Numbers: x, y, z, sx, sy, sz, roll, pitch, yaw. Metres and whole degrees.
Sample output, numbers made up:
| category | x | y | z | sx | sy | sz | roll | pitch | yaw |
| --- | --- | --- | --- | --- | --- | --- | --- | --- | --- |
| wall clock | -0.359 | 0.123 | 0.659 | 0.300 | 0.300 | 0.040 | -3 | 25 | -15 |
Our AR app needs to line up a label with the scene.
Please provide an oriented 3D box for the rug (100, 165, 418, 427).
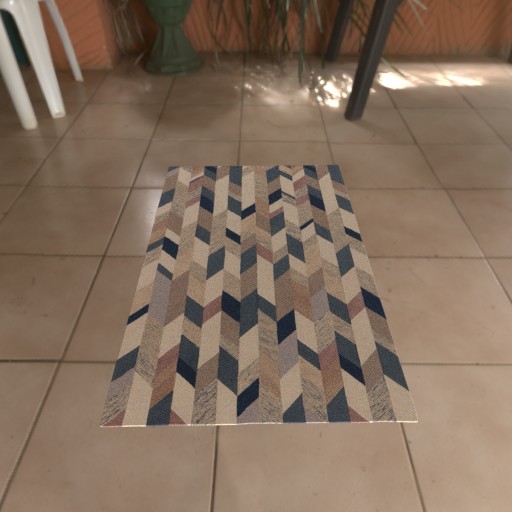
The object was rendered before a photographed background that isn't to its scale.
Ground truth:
| category | x | y | z | sx | sy | sz | roll | pitch | yaw |
| --- | --- | --- | --- | --- | --- | --- | --- | --- | --- |
| rug | 0.000 | 0.000 | 3.007 | 1.513 | 0.008 | 2.423 | -1 | 41 | -1 |
